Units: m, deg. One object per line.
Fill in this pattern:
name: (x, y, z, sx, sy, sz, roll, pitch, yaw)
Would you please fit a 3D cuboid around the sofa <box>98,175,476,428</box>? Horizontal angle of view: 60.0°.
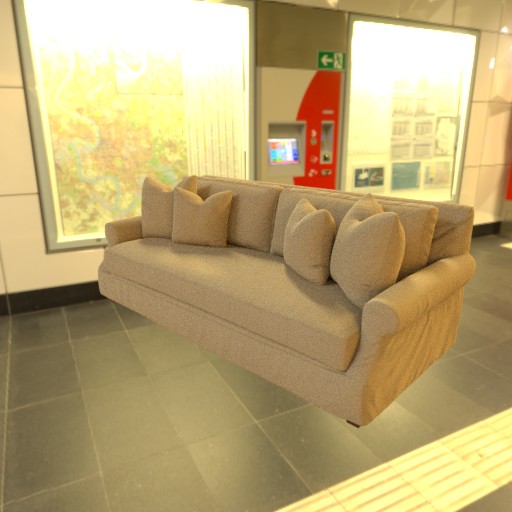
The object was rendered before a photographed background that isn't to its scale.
sofa: (0.000, 0.000, 2.755, 2.285, 0.904, 1.067, 15, 22, 41)
